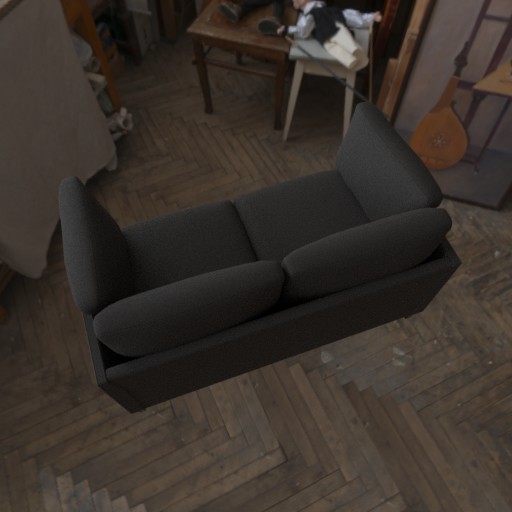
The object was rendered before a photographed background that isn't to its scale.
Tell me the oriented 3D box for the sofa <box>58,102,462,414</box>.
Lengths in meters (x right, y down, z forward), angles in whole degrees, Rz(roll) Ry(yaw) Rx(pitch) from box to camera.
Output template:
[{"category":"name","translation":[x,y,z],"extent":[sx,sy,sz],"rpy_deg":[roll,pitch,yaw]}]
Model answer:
[{"category":"sofa","translation":[0.000,0.000,2.343],"extent":[1.751,0.920,0.969],"rpy_deg":[-17,61,-10]}]
